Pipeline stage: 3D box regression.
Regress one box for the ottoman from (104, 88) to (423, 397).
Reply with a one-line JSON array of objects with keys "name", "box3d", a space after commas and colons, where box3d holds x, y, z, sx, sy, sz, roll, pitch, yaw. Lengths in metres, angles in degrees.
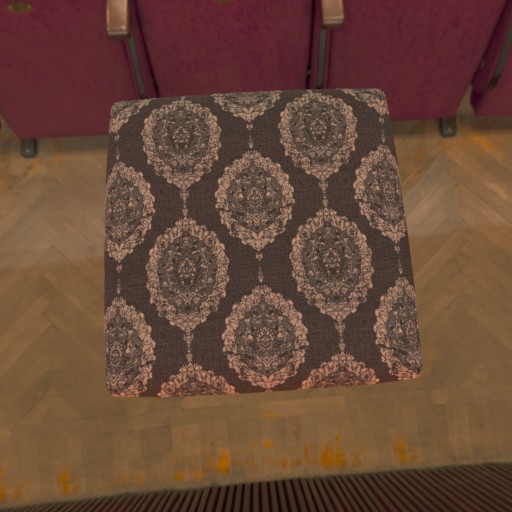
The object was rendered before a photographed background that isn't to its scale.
[{"name": "ottoman", "box3d": [0.000, 0.000, 0.907, 0.497, 0.475, 0.507, -3, 78, -1]}]
